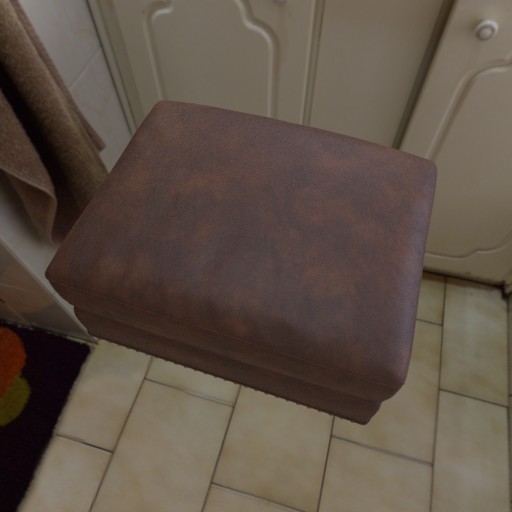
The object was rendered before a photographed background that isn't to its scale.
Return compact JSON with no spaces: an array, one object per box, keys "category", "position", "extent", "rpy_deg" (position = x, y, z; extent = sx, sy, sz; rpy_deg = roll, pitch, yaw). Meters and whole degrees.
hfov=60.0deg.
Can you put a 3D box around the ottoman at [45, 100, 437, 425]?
[{"category":"ottoman","position":[0.000,0.000,1.121],"extent":[0.742,0.486,0.586],"rpy_deg":[16,60,9]}]
